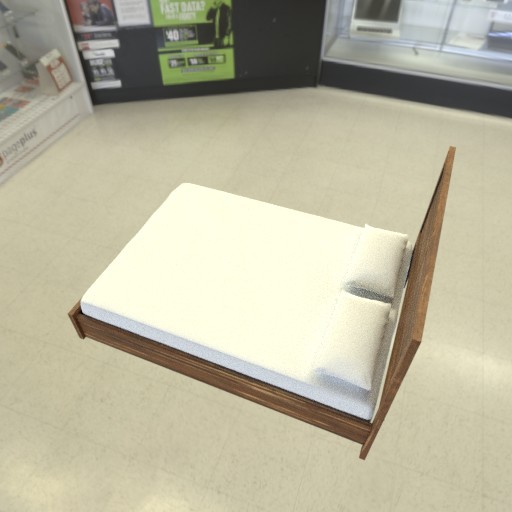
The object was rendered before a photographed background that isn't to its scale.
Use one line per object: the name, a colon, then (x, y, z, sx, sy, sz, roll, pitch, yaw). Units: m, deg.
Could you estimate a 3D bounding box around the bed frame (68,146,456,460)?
bed frame: (0.000, 0.000, 3.300, 2.276, 1.417, 1.696, 16, 48, 15)
